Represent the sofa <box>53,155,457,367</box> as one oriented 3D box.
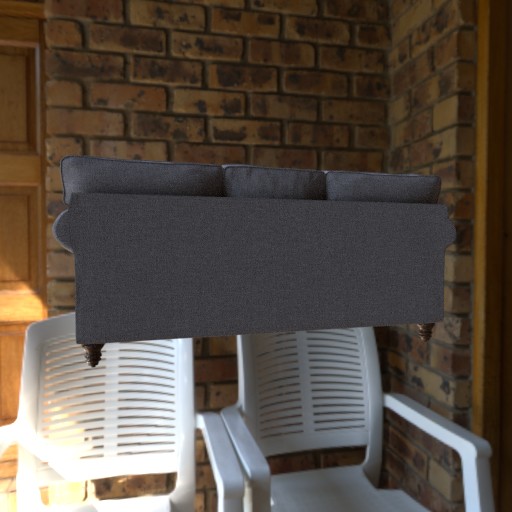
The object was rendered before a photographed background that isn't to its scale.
[{"bbox_3d":[0.000,0.000,2.591,2.084,0.961,0.916,0,2,-17],"label":"sofa"}]
